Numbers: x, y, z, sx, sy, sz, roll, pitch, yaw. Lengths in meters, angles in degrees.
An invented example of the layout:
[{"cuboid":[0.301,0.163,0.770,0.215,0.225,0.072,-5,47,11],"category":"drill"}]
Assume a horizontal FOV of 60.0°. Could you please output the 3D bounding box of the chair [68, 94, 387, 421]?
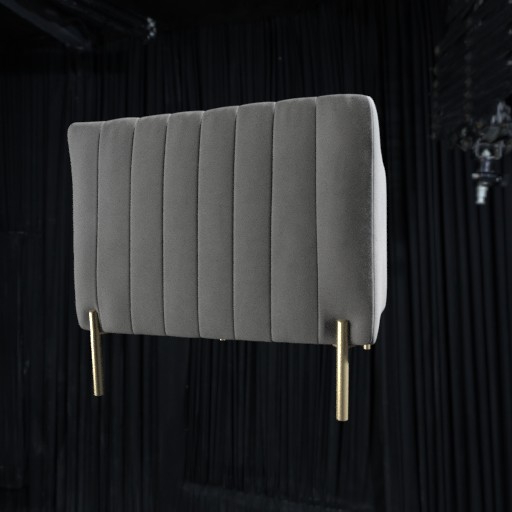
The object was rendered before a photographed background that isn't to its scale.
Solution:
[{"cuboid":[0.000,0.000,1.570,0.873,0.779,0.981,0,-1,18],"category":"chair"}]
